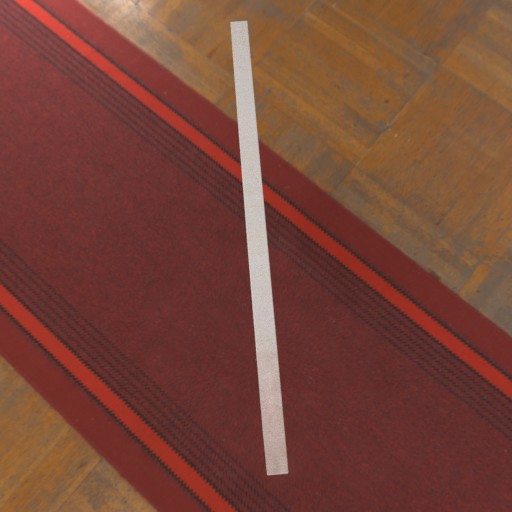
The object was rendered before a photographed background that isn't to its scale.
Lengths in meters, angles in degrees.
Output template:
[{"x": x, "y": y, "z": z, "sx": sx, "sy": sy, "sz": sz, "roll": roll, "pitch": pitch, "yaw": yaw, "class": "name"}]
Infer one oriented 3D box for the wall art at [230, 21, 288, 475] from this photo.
[{"x": 0.000, "y": 0.000, "z": 1.161, "sx": 0.040, "sy": 0.608, "sz": 0.916, "roll": -5, "pitch": 77, "yaw": -1, "class": "wall art"}]
